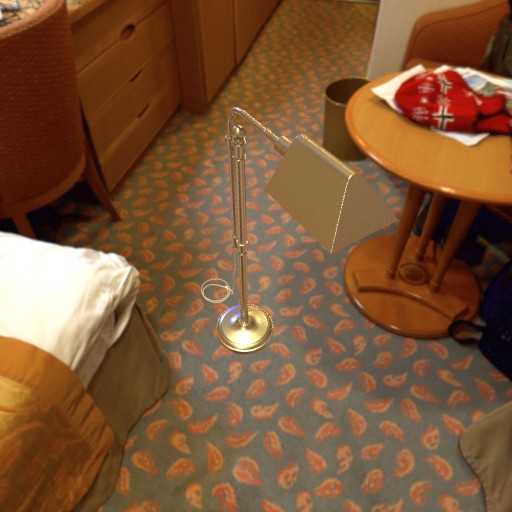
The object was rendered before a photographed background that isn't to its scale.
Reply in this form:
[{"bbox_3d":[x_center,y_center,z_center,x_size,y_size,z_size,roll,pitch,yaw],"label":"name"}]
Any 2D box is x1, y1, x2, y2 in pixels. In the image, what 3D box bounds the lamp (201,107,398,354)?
[{"bbox_3d":[0.000,0.000,0.954,0.159,0.708,0.546,-24,51,-21],"label":"lamp"}]
